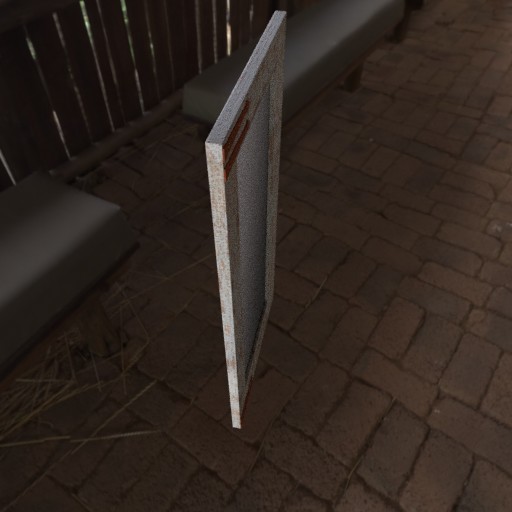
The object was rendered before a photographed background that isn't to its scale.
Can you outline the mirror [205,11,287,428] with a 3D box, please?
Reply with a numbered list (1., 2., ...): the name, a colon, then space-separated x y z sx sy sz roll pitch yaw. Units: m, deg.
1. mirror: 0.000 0.000 1.055 0.027 0.922 0.472 9 48 9
